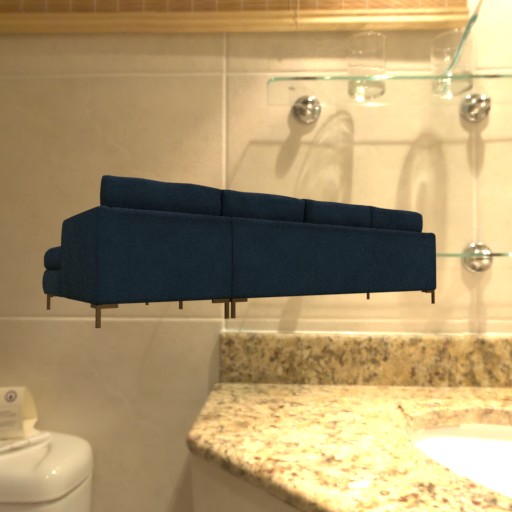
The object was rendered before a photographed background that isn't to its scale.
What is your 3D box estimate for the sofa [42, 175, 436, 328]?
[{"bbox_3d":[0.000,0.000,3.560,2.932,0.810,1.350,1,-2,-35],"label":"sofa"}]
